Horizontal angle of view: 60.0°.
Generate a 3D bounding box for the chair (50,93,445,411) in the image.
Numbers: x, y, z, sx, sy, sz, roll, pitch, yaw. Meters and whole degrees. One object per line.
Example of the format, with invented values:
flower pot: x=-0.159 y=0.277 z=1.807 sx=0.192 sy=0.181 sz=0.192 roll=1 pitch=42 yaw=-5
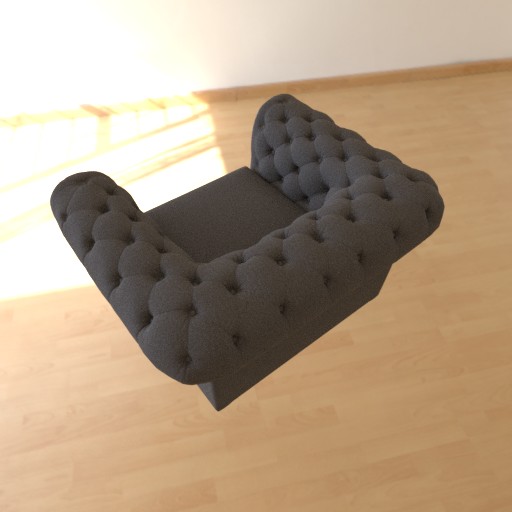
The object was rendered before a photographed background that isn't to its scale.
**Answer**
chair: x=0.000 y=0.000 z=1.880 sx=1.270 sy=0.770 sz=0.976 roll=-30 pitch=54 yaw=-25
